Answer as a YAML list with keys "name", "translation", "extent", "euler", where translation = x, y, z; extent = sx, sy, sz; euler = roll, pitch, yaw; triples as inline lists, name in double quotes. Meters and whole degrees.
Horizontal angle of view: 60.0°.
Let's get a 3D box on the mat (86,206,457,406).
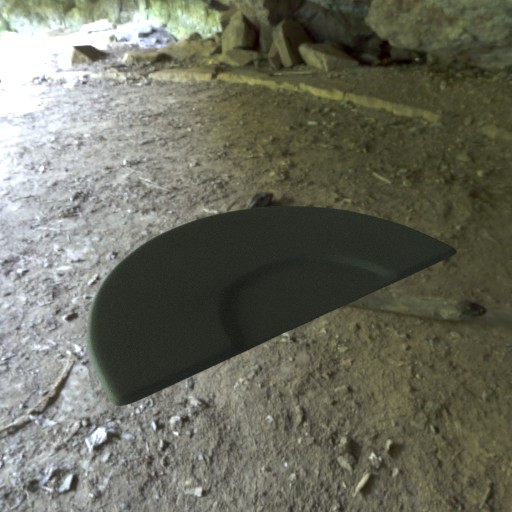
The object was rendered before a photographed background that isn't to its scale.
- name: "mat"
  translation: [0.000, 0.000, 1.875]
  extent: [1.525, 0.022, 0.917]
  euler: [-19, 36, -29]
